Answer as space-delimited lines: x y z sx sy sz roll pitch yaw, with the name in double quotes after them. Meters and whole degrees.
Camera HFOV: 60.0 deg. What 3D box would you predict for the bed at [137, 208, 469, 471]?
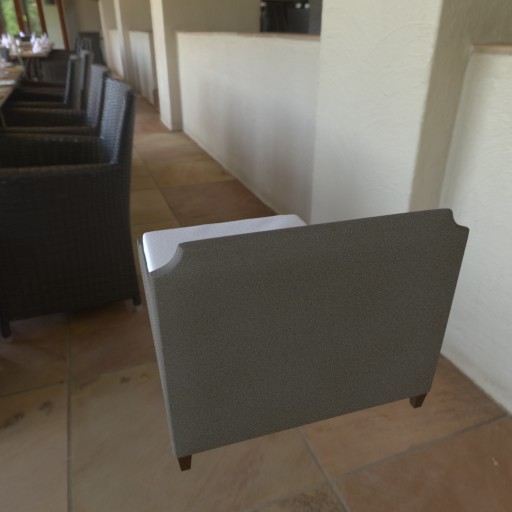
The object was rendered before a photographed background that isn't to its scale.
0.000 0.000 3.408 1.712 1.443 2.372 -8 28 -16 "bed"
